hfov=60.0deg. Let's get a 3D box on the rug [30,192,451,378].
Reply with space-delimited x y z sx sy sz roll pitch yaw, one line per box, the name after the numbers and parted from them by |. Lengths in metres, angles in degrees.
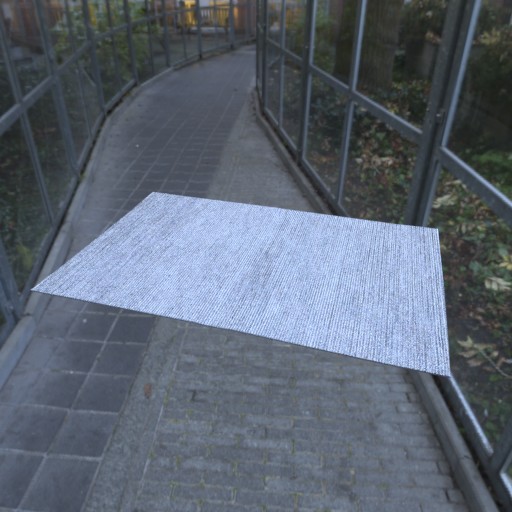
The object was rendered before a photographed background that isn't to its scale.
0.000 0.000 2.241 1.789 0.021 1.159 9 33 15 | rug
